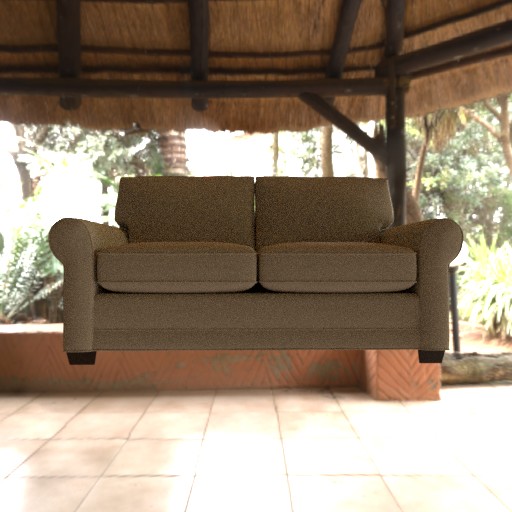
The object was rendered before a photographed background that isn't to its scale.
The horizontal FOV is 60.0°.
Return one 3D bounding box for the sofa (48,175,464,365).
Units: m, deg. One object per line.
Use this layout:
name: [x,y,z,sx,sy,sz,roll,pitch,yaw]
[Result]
sofa: [0.000,0.000,2.288,1.774,0.933,0.861,0,-1,-1]
